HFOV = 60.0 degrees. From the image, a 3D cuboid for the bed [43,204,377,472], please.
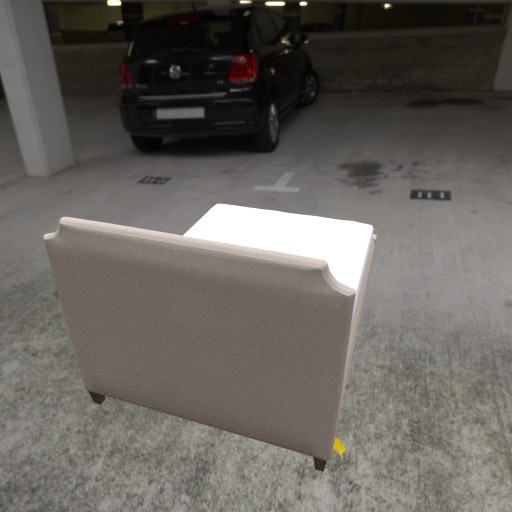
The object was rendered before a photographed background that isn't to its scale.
[{"bbox_3d":[0.000,0.000,3.440,1.713,1.443,2.372,10,31,16],"label":"bed"}]
